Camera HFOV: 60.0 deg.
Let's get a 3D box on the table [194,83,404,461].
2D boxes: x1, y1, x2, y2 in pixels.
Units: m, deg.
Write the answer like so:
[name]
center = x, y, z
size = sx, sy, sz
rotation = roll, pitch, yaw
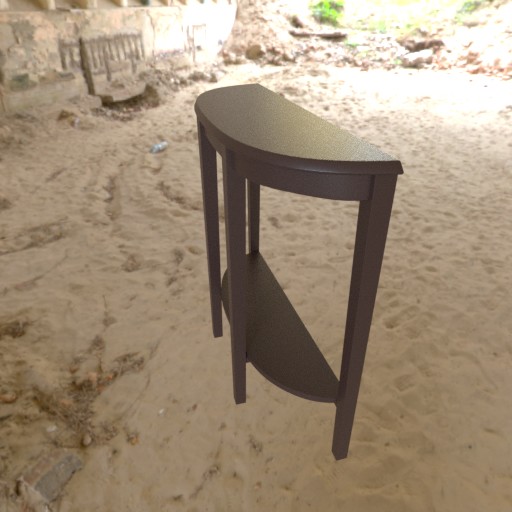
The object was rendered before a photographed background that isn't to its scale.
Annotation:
[table]
center = 0.000, 0.000, 1.322
size = 0.274, 0.831, 0.909
rotation = -8, 31, -14
